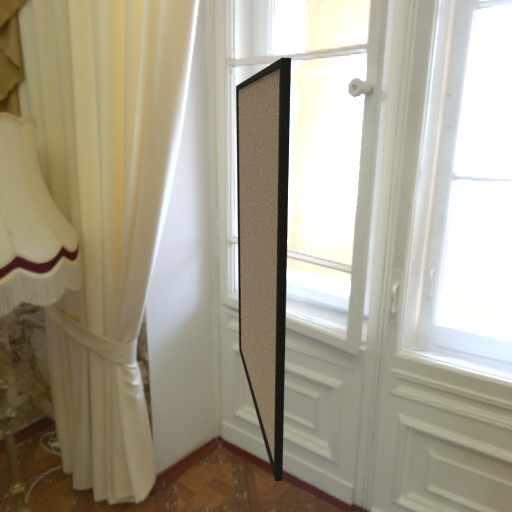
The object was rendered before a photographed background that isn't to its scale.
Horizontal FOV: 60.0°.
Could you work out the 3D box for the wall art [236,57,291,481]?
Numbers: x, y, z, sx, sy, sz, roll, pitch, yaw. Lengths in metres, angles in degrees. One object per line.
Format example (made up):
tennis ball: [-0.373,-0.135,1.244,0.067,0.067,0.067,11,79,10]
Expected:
wall art: [0.000,0.000,0.873,0.013,0.660,0.460,-3,17,-9]
